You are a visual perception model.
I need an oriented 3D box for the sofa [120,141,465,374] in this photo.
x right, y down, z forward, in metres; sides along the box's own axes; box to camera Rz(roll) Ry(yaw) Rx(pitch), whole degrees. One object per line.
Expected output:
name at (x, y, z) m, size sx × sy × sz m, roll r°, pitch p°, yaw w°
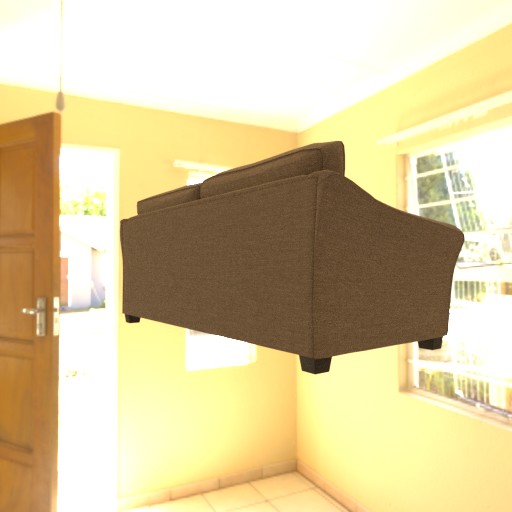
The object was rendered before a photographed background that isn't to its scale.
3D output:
sofa at (0.000, 0.000, 2.791) m, size 0.980 × 0.965 × 2.270 m, roll 1°, pitch -2°, yaw -37°
